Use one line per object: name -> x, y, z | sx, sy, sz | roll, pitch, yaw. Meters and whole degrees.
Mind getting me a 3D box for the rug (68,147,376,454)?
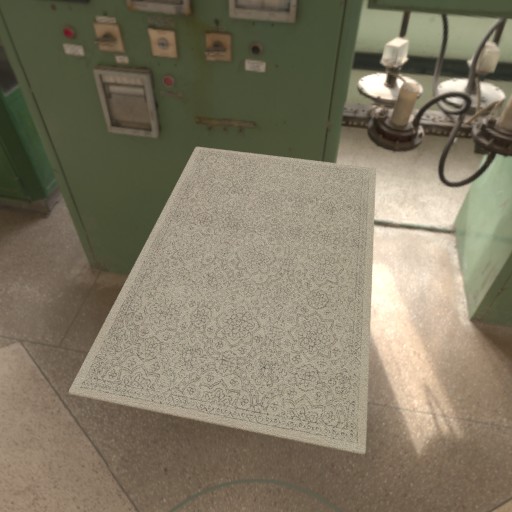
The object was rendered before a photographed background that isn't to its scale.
rug -> 0.000, 0.000, 2.359 | 1.219, 0.010, 1.829 | 9, 48, 8
